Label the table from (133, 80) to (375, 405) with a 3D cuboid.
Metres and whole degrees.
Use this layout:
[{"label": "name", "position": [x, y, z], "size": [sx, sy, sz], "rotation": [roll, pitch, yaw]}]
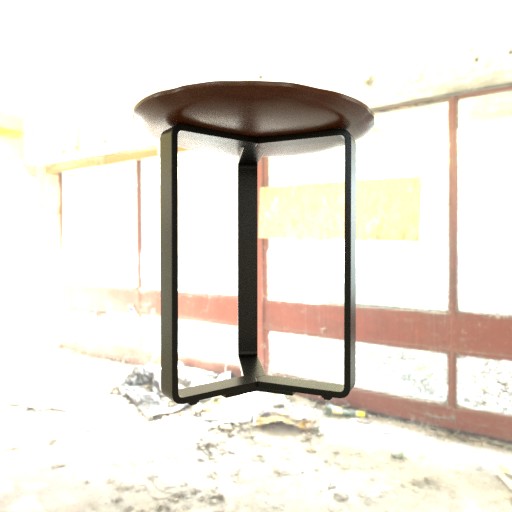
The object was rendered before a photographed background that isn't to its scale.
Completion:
[{"label": "table", "position": [0.000, 0.000, 0.759], "size": [0.410, 0.450, 0.380], "rotation": [-1, 1, -36]}]
